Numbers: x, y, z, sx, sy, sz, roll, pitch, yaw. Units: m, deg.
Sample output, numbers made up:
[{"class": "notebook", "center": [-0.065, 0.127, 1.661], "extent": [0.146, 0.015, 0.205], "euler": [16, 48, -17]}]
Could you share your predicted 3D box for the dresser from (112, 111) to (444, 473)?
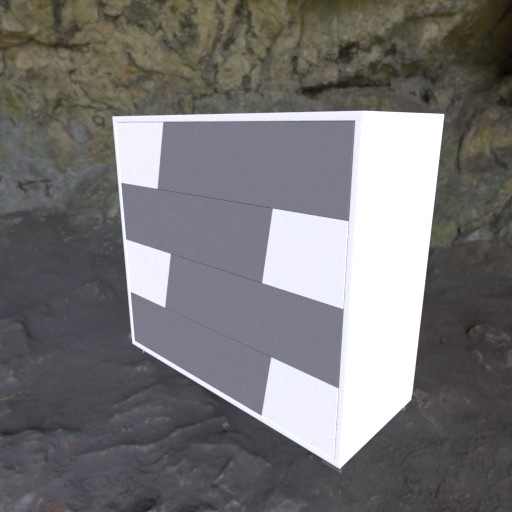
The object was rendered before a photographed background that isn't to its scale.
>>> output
[{"class": "dresser", "center": [0.000, 0.000, 1.654], "extent": [1.100, 1.000, 0.460], "euler": [15, 22, 41]}]
